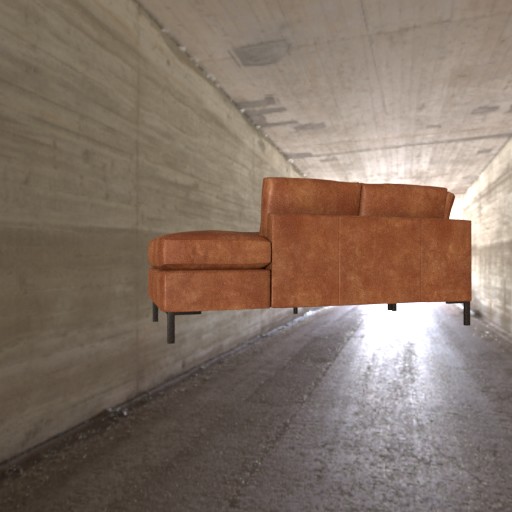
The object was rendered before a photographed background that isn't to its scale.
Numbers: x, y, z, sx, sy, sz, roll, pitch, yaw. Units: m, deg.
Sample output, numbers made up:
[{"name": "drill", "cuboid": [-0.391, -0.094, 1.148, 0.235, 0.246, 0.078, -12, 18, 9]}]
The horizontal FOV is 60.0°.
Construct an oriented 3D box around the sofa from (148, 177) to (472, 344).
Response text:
[{"name": "sofa", "cuboid": [0.000, 0.000, 3.863, 1.938, 0.877, 2.984, 0, 0, -18]}]
